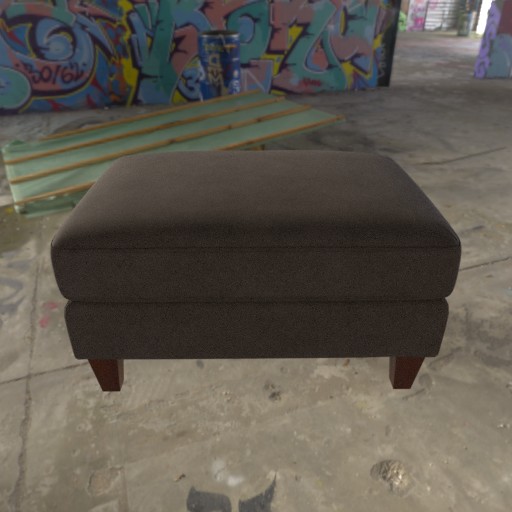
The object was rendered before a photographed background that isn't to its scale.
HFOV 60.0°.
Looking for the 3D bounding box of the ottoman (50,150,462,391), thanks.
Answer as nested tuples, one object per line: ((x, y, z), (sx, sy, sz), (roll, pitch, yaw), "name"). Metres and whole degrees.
((0.000, 0.000, 1.206), (0.864, 0.483, 0.584), (0, 31, -1), "ottoman")
